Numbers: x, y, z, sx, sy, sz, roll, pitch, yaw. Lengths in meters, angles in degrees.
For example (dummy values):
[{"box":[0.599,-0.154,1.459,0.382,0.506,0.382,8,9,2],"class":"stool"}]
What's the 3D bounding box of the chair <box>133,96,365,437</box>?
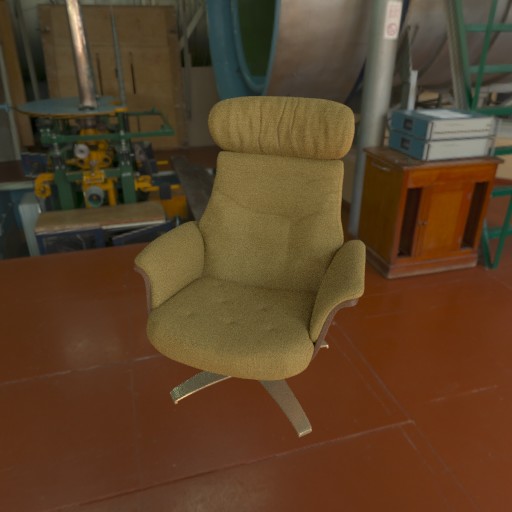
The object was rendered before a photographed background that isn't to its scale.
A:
[{"box":[0.000,0.000,1.585,0.785,0.995,0.837,8,28,16],"class":"chair"}]
